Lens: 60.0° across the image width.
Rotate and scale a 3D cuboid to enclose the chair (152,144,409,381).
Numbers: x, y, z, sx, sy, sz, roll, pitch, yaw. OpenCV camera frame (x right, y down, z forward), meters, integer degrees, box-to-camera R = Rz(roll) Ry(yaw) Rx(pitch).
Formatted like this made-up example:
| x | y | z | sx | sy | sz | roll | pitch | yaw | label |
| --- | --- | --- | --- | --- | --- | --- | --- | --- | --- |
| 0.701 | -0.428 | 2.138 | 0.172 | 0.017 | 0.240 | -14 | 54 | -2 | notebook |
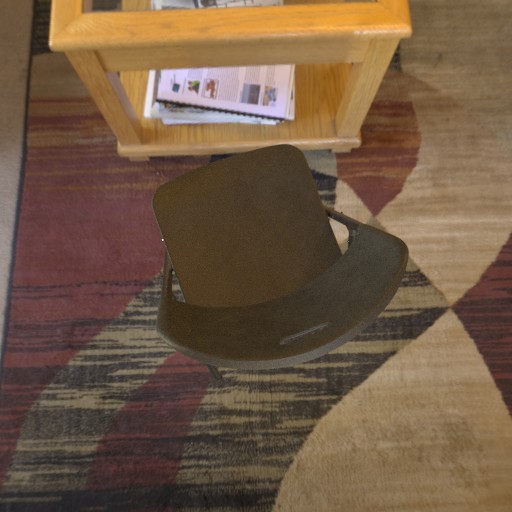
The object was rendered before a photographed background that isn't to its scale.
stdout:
| x | y | z | sx | sy | sz | roll | pitch | yaw | label |
| --- | --- | --- | --- | --- | --- | --- | --- | --- | --- |
| 0.000 | 0.000 | 1.173 | 0.494 | 0.810 | 0.566 | -20 | 78 | -5 | chair |
